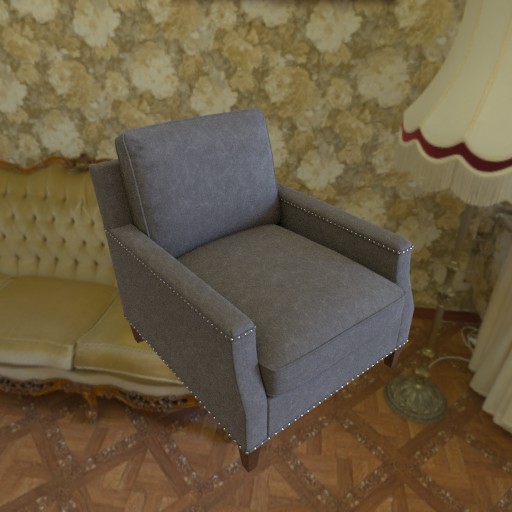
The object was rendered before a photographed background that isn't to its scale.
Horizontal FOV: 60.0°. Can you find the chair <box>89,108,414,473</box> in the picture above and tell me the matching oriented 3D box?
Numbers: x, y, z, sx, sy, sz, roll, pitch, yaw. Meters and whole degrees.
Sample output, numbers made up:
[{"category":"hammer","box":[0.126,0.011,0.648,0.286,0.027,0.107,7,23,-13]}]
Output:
[{"category":"chair","box":[0.000,0.000,1.747,0.853,0.948,1.014,-22,37,-33]}]
